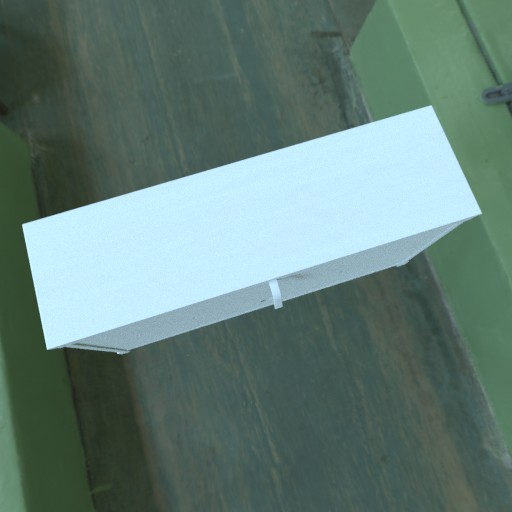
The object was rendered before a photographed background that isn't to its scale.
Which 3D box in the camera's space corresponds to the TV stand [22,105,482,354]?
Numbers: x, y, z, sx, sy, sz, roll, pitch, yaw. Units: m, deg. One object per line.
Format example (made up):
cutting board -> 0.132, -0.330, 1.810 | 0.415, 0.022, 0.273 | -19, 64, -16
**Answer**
TV stand -> 0.000, 0.000, 1.485 | 1.187, 0.624, 0.424 | -17, 77, -4
